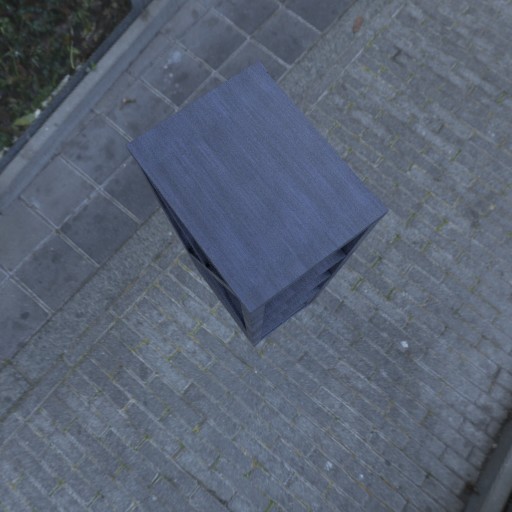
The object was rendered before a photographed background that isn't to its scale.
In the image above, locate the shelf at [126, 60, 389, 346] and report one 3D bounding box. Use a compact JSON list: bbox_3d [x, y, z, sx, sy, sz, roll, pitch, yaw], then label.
[{"bbox_3d":[0.000,0.000,2.045,0.472,1.727,0.584,-36,78,-9],"label":"shelf"}]
